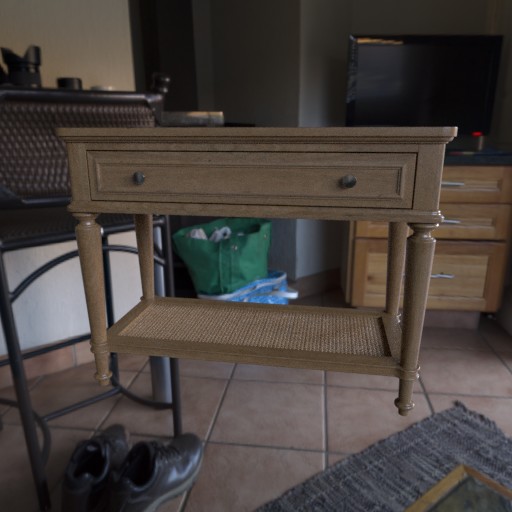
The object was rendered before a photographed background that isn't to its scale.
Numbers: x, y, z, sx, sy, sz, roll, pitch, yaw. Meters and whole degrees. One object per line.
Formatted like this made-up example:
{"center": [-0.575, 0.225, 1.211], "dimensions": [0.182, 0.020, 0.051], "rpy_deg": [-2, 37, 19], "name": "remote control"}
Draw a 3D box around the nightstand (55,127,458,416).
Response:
{"center": [0.000, 0.000, 1.265], "dimensions": [0.914, 0.700, 0.432], "rpy_deg": [3, 16, 9], "name": "nightstand"}
